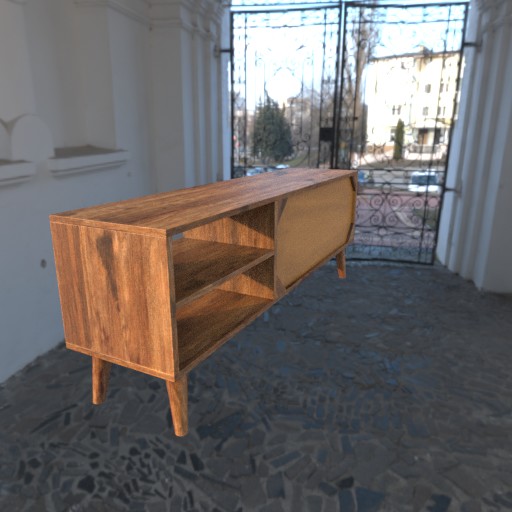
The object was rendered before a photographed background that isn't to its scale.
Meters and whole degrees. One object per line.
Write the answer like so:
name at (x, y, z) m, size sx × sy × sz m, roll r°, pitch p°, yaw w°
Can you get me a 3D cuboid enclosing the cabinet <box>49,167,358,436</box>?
cabinet at (0.000, 0.000, 1.662) m, size 0.349 × 0.528 × 1.448 m, roll 8°, pitch 18°, yaw 26°
